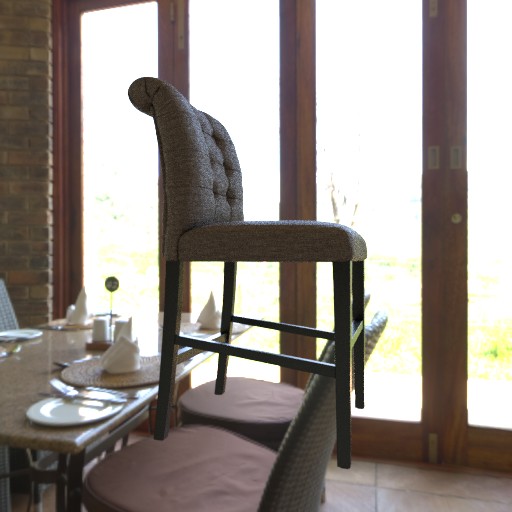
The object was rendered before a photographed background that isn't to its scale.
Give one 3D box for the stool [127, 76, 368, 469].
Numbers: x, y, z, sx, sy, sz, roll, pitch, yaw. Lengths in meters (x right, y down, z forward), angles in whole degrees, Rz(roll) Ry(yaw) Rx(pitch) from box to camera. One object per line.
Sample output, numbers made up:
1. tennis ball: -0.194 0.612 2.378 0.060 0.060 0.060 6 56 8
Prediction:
1. stool: 0.000 0.000 1.303 0.611 0.970 0.457 0 0 18
